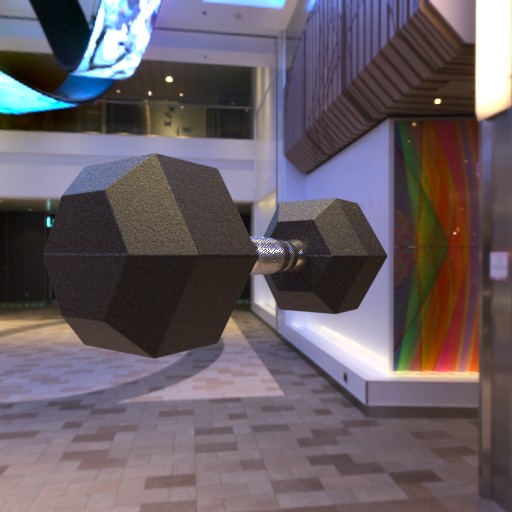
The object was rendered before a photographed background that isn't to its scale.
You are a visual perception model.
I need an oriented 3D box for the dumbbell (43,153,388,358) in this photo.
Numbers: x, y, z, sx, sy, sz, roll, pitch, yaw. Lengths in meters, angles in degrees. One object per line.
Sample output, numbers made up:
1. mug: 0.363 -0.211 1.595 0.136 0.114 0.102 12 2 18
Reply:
1. dumbbell: 0.000 0.000 0.408 0.141 0.123 0.356 0 0 35
